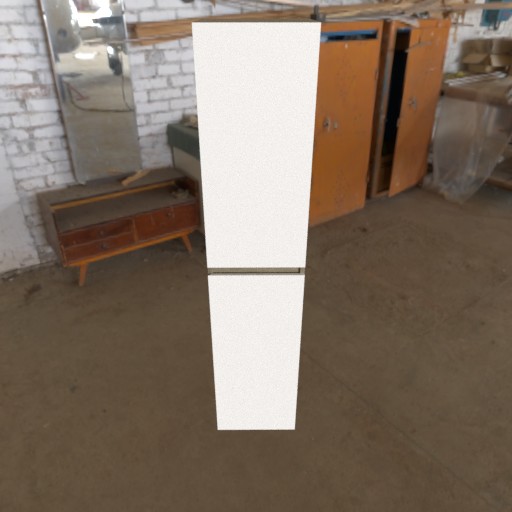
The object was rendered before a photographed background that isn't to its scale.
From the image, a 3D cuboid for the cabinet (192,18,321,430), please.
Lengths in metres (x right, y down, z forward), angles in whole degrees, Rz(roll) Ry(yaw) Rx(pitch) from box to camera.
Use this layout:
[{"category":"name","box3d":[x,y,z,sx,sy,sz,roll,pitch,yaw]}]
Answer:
[{"category":"cabinet","box3d":[0.000,0.000,1.490,0.300,1.400,0.270,0,30,0]}]
